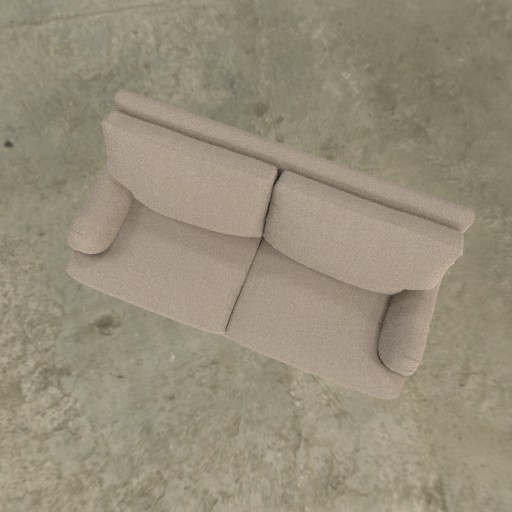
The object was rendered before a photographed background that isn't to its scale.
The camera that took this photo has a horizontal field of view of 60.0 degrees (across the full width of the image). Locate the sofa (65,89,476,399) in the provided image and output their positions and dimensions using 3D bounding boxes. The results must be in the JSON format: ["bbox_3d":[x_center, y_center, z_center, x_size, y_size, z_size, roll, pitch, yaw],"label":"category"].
[{"bbox_3d":[0.000,0.000,2.747,2.160,1.054,1.087,20,77,5],"label":"sofa"}]
